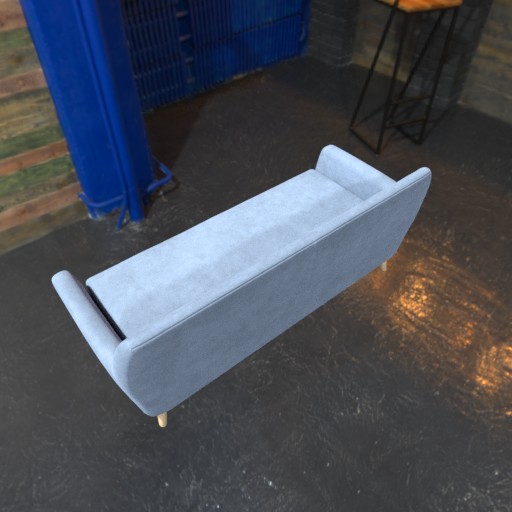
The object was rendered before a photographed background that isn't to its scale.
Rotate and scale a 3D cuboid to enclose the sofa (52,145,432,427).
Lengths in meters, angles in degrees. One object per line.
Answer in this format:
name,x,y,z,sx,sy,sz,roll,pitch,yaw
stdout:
sofa,0.000,0.000,2.492,1.970,0.830,0.830,-30,52,-26
